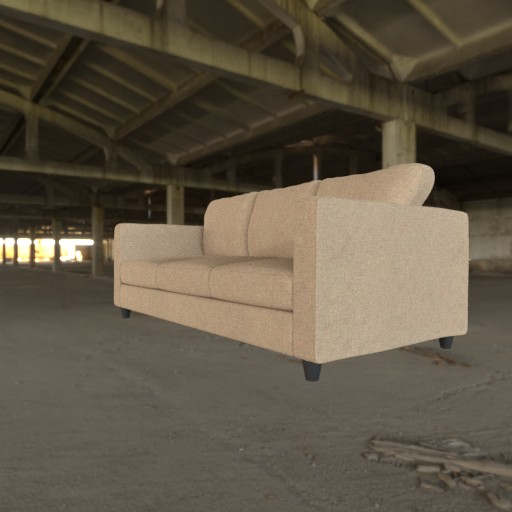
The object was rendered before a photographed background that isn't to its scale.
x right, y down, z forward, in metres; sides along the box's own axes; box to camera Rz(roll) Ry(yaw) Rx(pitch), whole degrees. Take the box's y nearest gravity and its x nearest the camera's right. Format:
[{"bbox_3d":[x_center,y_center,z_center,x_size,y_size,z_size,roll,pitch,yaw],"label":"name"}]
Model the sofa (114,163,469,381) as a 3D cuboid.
[{"bbox_3d":[0.000,0.000,2.383,0.930,0.800,1.855,0,1,-37],"label":"sofa"}]
